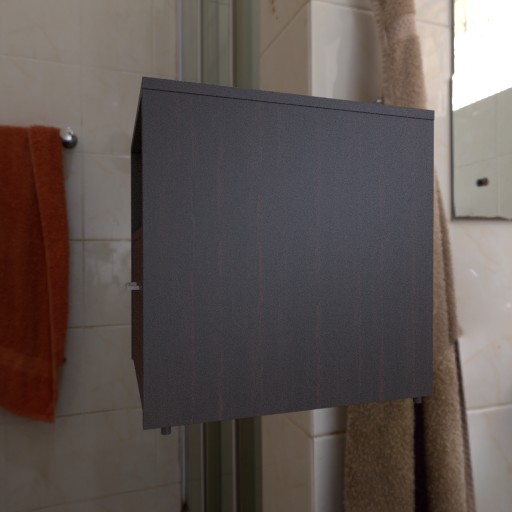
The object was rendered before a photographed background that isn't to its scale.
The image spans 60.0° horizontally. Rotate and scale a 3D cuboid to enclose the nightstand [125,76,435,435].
[{"bbox_3d":[0.000,0.000,0.819,0.461,0.460,0.400,0,1,-18],"label":"nightstand"}]
